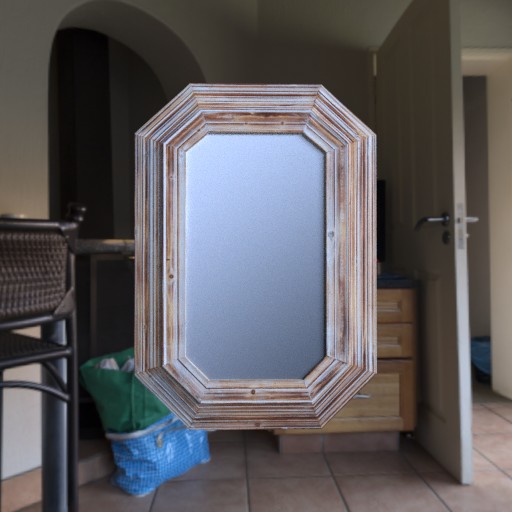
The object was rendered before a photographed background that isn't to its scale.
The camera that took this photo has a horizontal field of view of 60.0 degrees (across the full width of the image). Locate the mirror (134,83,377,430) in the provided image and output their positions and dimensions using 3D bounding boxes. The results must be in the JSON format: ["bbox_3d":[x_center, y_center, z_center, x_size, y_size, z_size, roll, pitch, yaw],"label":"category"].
[{"bbox_3d":[0.000,0.000,1.290,0.709,1.015,0.061,0,0,-1],"label":"mirror"}]
